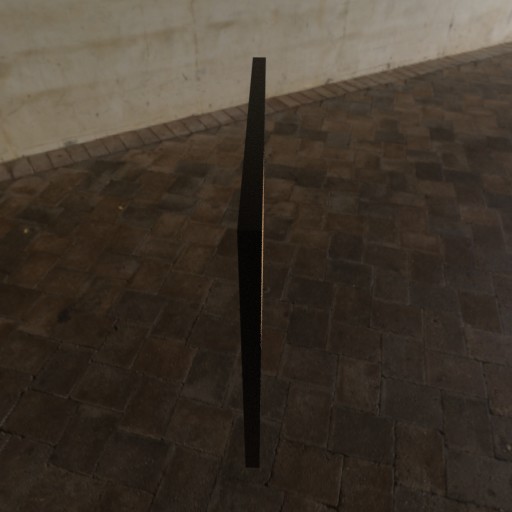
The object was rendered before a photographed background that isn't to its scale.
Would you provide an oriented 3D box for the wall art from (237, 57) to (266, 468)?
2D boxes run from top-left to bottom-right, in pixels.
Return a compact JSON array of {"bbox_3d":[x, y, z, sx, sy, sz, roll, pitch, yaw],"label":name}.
[{"bbox_3d":[0.000,0.000,1.152,0.036,0.755,0.756,1,41,1],"label":"wall art"}]
